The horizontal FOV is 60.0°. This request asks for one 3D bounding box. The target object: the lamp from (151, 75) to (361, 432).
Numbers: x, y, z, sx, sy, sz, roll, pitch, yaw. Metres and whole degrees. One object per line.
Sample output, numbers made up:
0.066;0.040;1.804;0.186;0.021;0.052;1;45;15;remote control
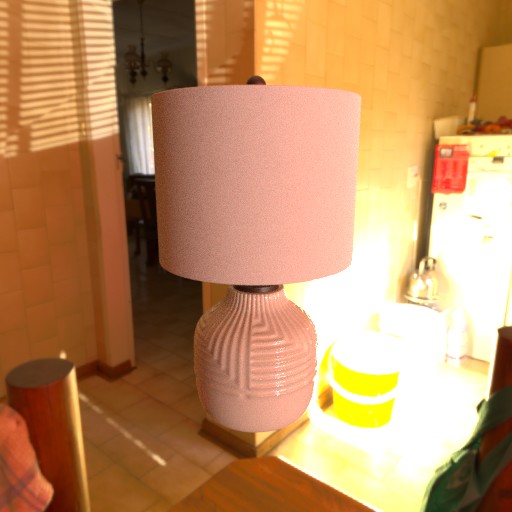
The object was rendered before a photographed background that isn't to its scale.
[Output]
0.000;0.000;0.744;0.318;0.567;0.318;0;14;0;lamp
